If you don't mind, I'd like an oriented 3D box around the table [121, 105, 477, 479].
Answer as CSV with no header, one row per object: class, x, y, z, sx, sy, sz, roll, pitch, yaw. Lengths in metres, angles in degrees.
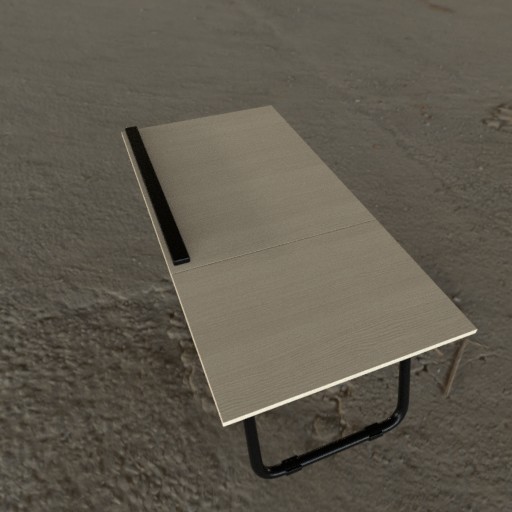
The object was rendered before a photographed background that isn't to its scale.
table,0.000,0.000,0.781,0.322,0.242,0.644,-15,46,-15
